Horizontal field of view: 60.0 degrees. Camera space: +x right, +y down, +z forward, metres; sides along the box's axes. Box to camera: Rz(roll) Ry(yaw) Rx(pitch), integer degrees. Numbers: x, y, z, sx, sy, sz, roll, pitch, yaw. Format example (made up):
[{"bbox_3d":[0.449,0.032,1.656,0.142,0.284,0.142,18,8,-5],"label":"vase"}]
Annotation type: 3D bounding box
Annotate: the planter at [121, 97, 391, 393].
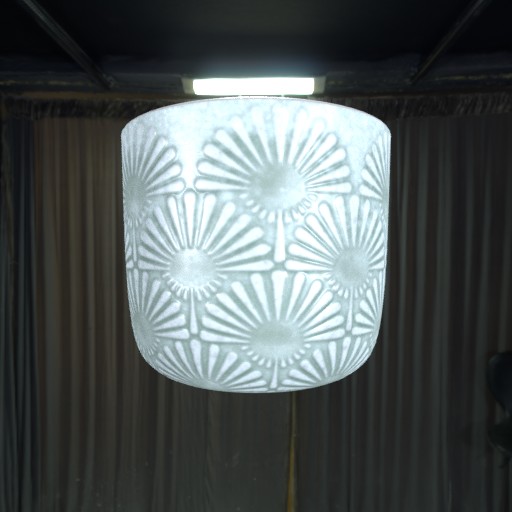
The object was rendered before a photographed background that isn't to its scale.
[{"bbox_3d":[0.000,0.000,0.213,0.124,0.109,0.124,0,0,0],"label":"planter"}]
